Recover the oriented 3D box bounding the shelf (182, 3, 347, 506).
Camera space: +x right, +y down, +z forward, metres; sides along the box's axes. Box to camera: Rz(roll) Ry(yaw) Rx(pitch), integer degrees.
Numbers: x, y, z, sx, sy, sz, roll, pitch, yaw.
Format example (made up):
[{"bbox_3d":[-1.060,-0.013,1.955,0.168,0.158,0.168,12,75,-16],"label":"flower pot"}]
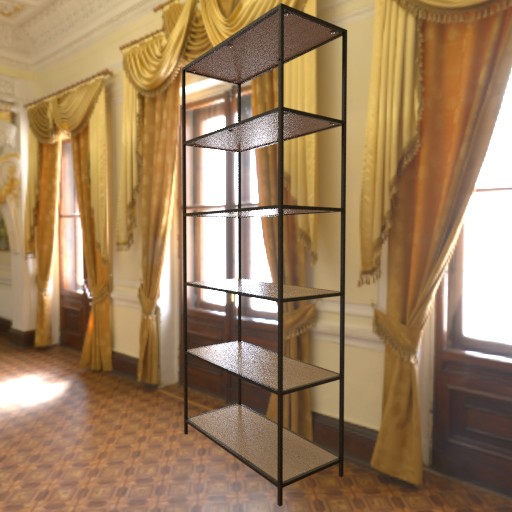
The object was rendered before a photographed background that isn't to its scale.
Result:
[{"bbox_3d":[0.000,0.000,2.039,0.350,1.850,0.770,-2,3,-37],"label":"shelf"}]
